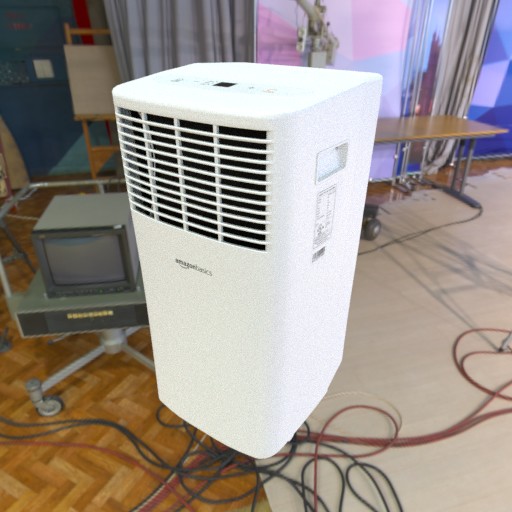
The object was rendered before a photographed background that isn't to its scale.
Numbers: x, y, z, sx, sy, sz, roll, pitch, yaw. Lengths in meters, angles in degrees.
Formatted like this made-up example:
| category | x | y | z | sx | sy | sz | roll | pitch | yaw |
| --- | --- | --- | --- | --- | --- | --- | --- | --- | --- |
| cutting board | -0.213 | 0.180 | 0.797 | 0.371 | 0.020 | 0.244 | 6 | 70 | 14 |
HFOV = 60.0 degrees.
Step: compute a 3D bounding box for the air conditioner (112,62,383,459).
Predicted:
| category | x | y | z | sx | sy | sz | roll | pitch | yaw |
| --- | --- | --- | --- | --- | --- | --- | --- | --- | --- |
| air conditioner | 0.000 | 0.000 | 0.785 | 0.304 | 0.606 | 0.349 | 19 | 35 | 29 |
